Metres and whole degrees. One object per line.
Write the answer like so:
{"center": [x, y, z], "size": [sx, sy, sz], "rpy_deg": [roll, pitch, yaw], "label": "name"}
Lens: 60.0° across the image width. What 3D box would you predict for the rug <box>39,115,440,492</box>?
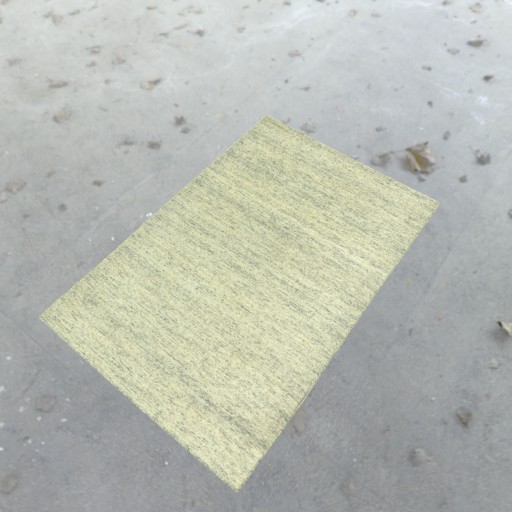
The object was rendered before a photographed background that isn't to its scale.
{"center": [0.000, 0.000, 2.329], "size": [1.243, 0.014, 1.846], "rpy_deg": [33, 63, 19], "label": "rug"}
